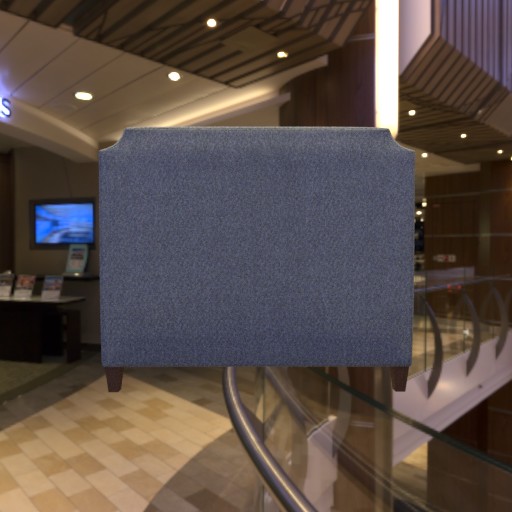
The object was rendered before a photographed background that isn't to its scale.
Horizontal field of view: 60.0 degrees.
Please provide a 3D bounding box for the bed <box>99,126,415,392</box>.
[{"bbox_3d":[0.000,0.000,3.539,1.712,1.443,2.372,0,1,0],"label":"bed"}]
